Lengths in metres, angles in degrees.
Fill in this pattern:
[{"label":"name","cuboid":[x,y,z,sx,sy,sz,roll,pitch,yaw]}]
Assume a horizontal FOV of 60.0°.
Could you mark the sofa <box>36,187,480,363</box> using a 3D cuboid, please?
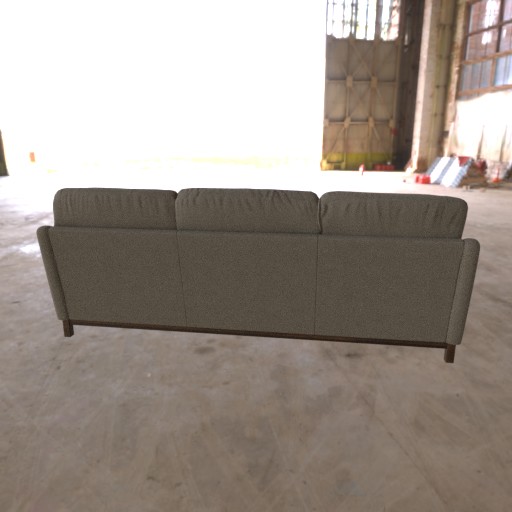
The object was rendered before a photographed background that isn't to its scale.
[{"label":"sofa","cuboid":[0.000,0.000,2.803,2.344,0.926,0.987,2,15,8]}]
